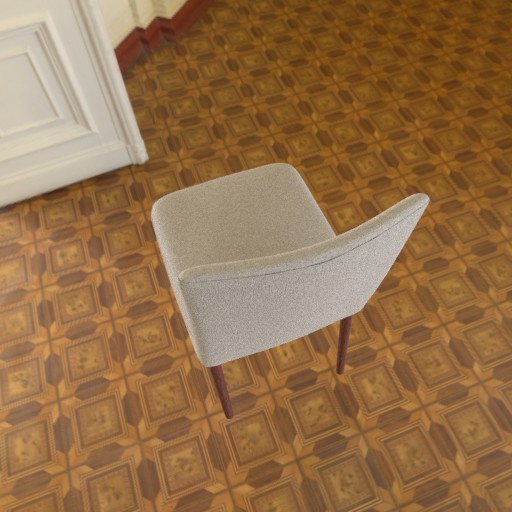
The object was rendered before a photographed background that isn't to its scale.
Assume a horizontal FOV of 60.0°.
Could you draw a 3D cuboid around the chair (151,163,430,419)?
[{"bbox_3d":[0.000,0.000,1.149,0.456,0.859,0.570,-18,60,-11],"label":"chair"}]
